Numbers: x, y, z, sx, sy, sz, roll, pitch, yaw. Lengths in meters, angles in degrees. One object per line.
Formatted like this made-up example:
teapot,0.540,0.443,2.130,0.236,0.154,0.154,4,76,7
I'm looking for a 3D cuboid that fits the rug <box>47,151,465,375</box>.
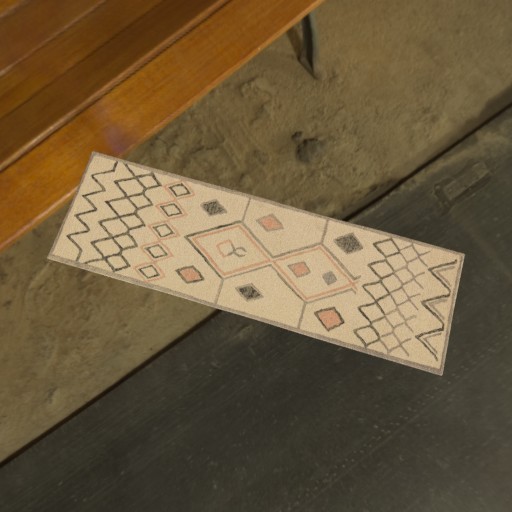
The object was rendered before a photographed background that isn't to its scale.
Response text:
rug,0.000,0.000,2.703,2.435,0.011,0.750,16,76,4
